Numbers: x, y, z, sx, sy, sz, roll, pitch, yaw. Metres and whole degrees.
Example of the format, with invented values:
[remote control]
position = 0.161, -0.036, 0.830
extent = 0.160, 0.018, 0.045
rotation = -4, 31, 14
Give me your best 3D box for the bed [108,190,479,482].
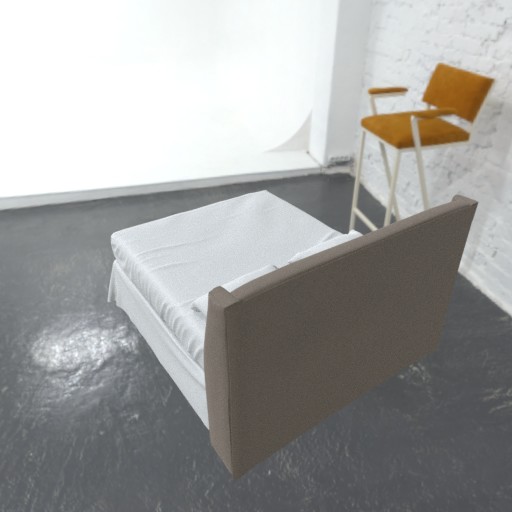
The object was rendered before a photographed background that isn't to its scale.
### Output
[bed]
position = 0.000, 0.000, 3.474
extent = 1.925, 1.332, 2.276
rotation = -20, 37, -29
